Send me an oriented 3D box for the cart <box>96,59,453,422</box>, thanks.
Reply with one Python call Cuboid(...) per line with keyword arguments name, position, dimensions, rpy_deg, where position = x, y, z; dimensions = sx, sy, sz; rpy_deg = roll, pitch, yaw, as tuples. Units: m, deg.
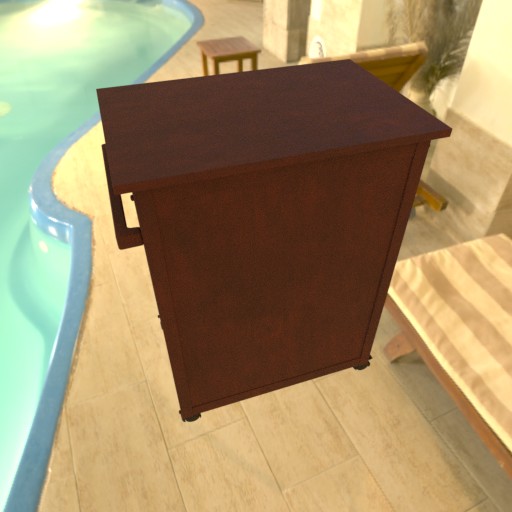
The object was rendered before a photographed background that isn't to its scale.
Cuboid(name="cart", position=(0.000, 0.000, 1.251), dimensions=(0.683, 0.864, 0.442), rpy_deg=(-13, 43, -14))
